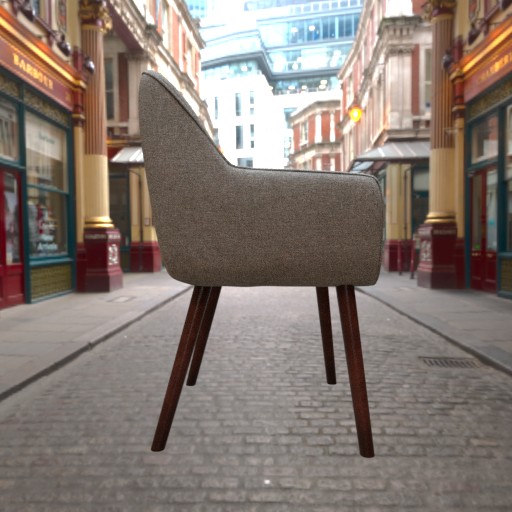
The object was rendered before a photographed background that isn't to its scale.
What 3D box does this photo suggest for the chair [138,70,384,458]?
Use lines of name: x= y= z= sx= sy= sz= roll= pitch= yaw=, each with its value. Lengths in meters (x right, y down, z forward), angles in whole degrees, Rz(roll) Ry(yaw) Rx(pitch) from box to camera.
chair: x=0.000 y=0.000 z=1.136 sx=0.519 sy=0.803 sz=0.543 roll=0 pitch=1 yaw=1
